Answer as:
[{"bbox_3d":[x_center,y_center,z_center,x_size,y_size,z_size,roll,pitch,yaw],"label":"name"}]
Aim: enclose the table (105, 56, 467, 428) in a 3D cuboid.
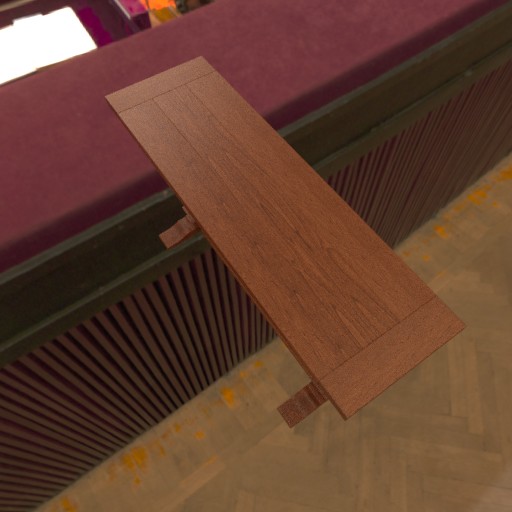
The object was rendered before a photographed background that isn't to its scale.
[{"bbox_3d":[0.000,0.000,1.880,0.461,0.852,1.478,-31,64,-17],"label":"table"}]
